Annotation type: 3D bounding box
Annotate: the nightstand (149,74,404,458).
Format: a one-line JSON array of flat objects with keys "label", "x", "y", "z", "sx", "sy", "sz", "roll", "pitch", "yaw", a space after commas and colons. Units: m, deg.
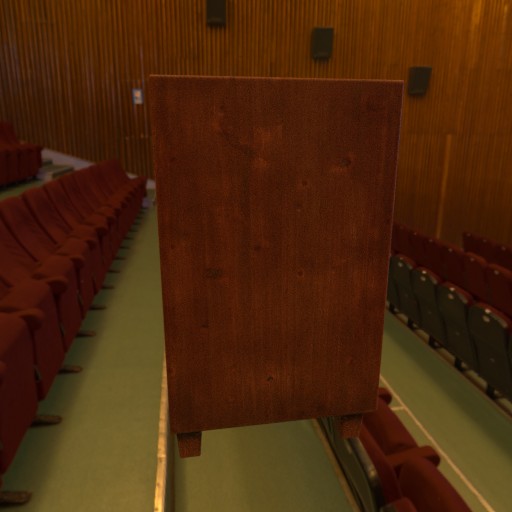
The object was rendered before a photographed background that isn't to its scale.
[{"label": "nightstand", "x": 0.000, "y": 0.000, "z": 0.994, "sx": 0.410, "sy": 0.695, "sz": 0.465, "roll": -3, "pitch": 16, "yaw": -10}]
